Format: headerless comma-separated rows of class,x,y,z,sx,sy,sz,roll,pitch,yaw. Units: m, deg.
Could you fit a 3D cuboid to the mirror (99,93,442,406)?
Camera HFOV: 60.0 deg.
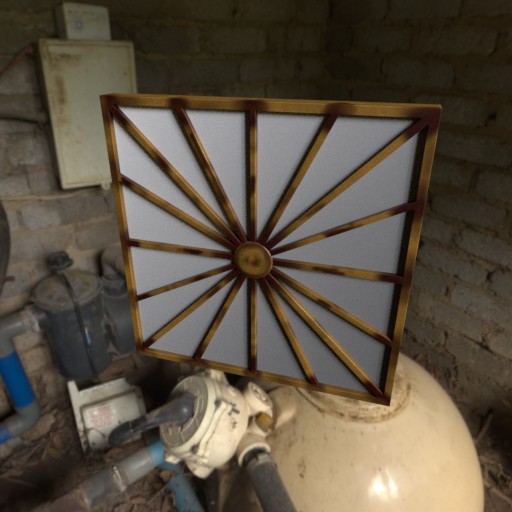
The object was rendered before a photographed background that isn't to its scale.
mirror,0.000,0.000,0.758,0.509,0.507,0.042,8,27,15
